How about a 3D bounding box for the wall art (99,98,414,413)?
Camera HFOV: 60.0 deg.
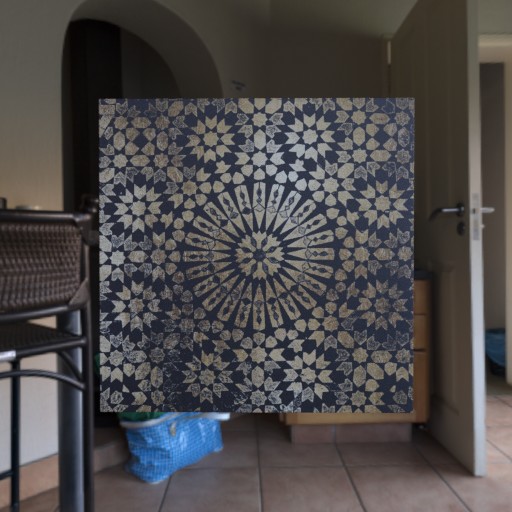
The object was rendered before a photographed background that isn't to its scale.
[{"bbox_3d":[0.000,0.000,0.880,0.612,0.612,0.038,0,1,1],"label":"wall art"}]
